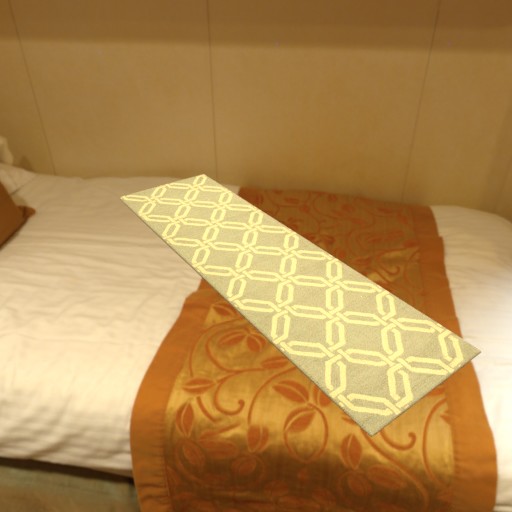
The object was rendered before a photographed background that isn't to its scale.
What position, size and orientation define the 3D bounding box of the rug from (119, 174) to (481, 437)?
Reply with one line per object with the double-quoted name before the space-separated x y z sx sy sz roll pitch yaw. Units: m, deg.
"rug" 0.000 0.000 2.452 0.678 0.014 2.276 -22 40 -29
